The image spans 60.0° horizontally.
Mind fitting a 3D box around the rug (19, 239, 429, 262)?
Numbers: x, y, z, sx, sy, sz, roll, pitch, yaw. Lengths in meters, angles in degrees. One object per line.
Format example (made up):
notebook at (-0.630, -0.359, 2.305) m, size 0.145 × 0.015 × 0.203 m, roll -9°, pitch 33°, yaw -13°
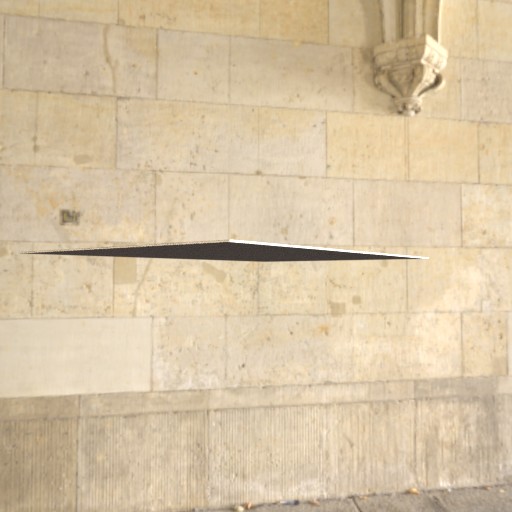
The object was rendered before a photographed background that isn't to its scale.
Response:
rug at (0.000, 0.000, 2.268) m, size 1.202 × 0.006 × 1.813 m, roll -2°, pitch -3°, yaw 37°
